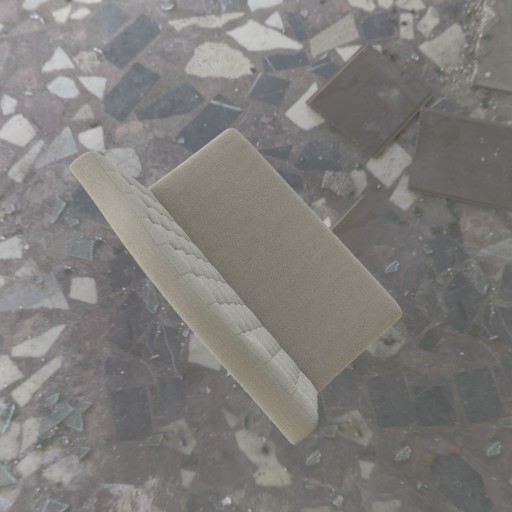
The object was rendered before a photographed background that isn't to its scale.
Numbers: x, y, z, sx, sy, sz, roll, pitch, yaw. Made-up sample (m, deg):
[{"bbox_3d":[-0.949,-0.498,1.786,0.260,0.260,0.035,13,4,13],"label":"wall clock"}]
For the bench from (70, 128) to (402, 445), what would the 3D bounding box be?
[{"bbox_3d":[0.000,0.000,2.074,0.815,1.180,1.335,-39,80,-9],"label":"bench"}]
